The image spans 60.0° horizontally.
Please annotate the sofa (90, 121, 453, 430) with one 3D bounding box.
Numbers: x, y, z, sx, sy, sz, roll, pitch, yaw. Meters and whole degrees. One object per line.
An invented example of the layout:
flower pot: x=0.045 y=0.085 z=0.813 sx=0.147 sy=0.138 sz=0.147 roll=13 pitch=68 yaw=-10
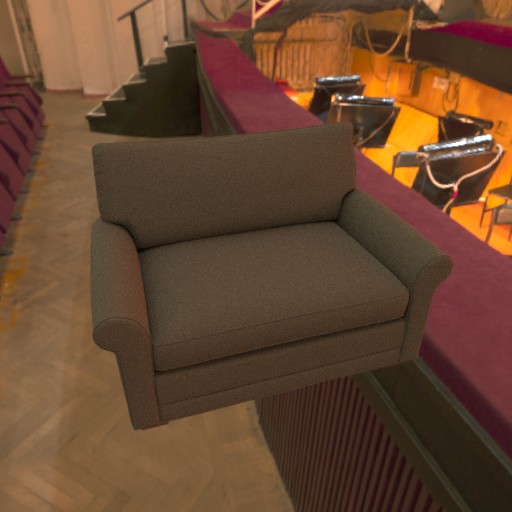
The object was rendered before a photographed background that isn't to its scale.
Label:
sofa: x=0.000 y=0.000 z=2.022 sx=1.410 sy=0.953 sz=0.940 roll=-9 pitch=33 yaw=-15
